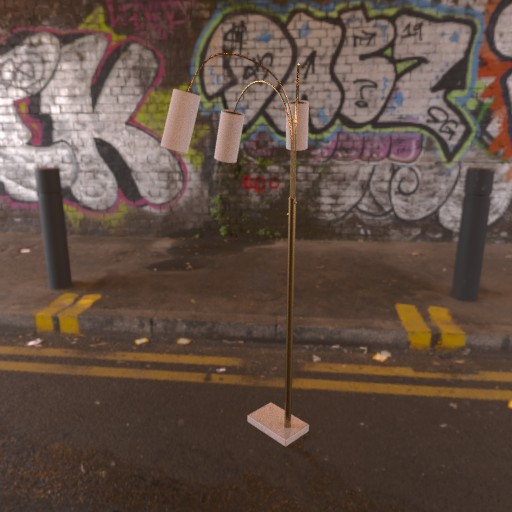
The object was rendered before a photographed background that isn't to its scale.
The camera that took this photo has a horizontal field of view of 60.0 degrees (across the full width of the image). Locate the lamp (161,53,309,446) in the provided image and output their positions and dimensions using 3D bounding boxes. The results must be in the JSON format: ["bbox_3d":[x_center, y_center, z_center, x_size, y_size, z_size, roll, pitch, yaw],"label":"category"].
[{"bbox_3d":[0.000,0.000,2.513,1.020,2.055,0.667,-14,20,-42],"label":"lamp"}]
